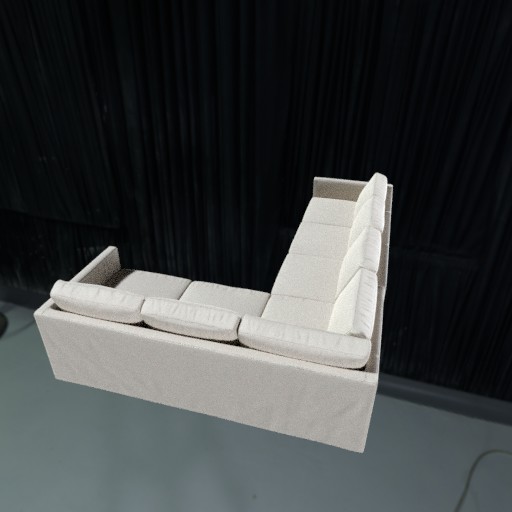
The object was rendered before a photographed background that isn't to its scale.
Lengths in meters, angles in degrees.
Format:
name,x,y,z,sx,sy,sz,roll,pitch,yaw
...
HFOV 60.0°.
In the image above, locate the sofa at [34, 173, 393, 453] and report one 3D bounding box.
name,x,y,z,sx,sy,sz,roll,pitch,yaw
sofa,0.000,0.000,4.311,2.432,0.871,3.182,9,33,14
